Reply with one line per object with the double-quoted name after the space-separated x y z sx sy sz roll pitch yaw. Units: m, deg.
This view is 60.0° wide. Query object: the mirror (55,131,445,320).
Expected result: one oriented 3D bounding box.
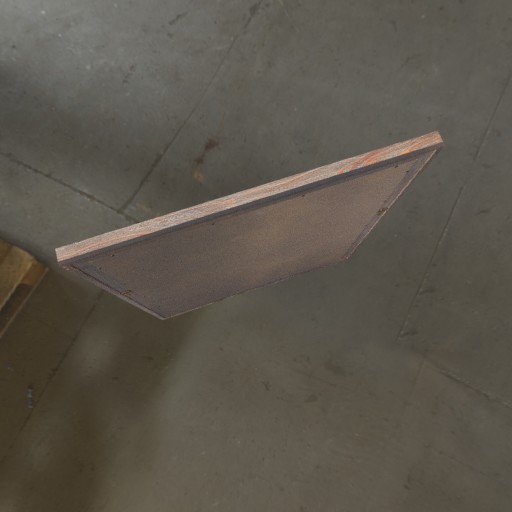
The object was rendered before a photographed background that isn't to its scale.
0.000 0.000 1.228 0.730 0.882 0.032 -18 76 -4 "mirror"
